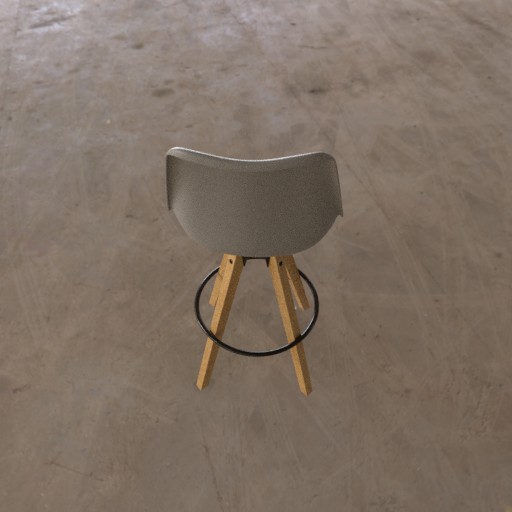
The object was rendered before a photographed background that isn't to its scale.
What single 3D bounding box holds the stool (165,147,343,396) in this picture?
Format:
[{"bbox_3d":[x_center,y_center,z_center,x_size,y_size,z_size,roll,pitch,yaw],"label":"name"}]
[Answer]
[{"bbox_3d":[0.000,0.000,1.401,0.485,1.115,0.550,2,48,2],"label":"stool"}]
